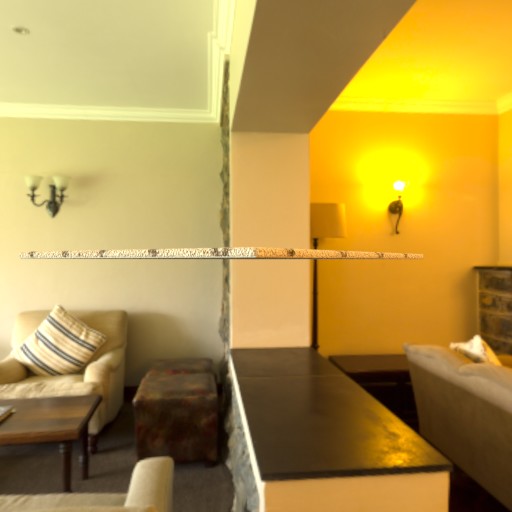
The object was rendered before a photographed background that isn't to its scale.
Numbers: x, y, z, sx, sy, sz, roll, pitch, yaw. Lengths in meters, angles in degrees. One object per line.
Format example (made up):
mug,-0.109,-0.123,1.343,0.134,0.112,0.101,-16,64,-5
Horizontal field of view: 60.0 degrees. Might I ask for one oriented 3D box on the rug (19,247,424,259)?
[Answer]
rug,0.000,0.000,2.257,1.219,0.030,1.778,0,-1,34
